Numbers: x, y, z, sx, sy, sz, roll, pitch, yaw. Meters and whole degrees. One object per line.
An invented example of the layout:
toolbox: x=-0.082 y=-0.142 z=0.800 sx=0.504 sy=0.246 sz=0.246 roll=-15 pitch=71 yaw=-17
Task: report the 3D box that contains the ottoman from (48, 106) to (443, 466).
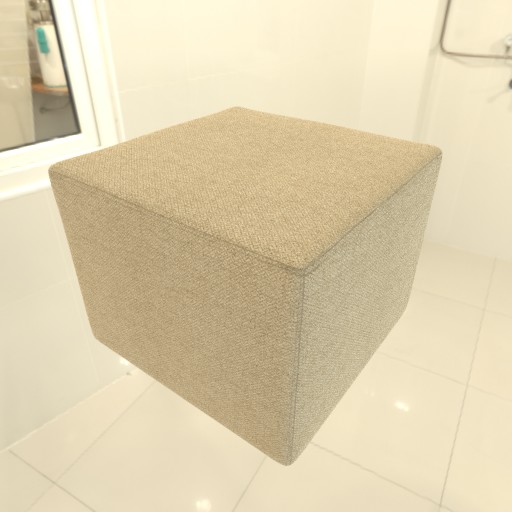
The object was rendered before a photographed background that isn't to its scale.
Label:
ottoman: x=0.000 y=0.000 z=0.870 sx=0.508 sy=0.432 sz=0.508 roll=22 pitch=39 yaw=30
